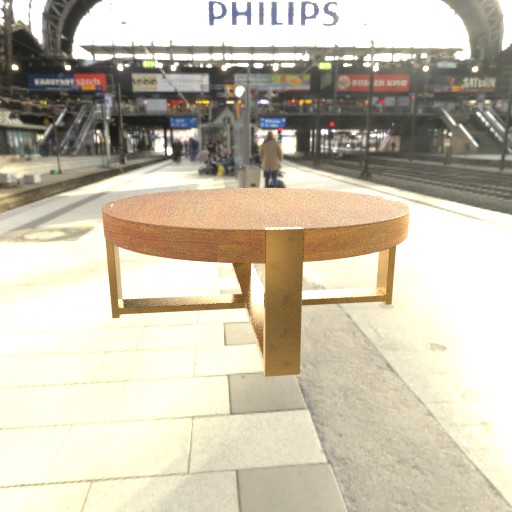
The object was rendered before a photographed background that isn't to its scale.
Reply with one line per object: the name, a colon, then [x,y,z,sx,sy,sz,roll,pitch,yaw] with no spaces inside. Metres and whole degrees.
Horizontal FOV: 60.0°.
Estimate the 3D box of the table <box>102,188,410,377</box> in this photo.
table: [0.000,0.000,1.726,1.100,0.420,1.100,0,14,0]
